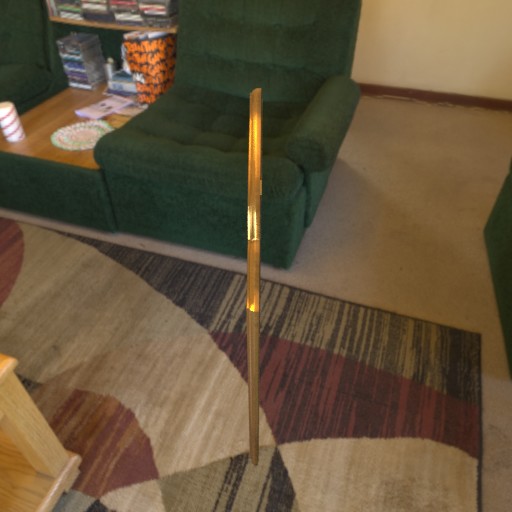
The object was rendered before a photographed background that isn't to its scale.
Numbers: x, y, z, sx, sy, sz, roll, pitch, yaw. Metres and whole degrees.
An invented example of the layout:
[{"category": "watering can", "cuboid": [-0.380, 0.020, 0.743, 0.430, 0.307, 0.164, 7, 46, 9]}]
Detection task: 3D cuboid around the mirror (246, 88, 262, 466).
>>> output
[{"category": "mirror", "cuboid": [0.000, 0.000, 0.833, 0.018, 0.635, 0.513, 1, 43, 1]}]
